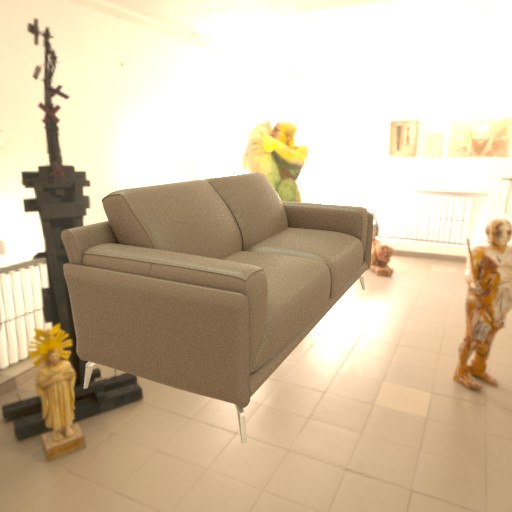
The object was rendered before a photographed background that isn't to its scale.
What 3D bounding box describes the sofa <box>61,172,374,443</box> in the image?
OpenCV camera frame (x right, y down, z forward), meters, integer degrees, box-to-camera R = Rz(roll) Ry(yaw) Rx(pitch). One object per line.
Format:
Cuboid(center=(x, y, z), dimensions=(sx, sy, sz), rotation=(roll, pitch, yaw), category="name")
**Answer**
Cuboid(center=(0.000, 0.000, 2.666), dimensions=(1.049, 0.930, 2.101), rotation=(7, 16, 25), category="sofa")
